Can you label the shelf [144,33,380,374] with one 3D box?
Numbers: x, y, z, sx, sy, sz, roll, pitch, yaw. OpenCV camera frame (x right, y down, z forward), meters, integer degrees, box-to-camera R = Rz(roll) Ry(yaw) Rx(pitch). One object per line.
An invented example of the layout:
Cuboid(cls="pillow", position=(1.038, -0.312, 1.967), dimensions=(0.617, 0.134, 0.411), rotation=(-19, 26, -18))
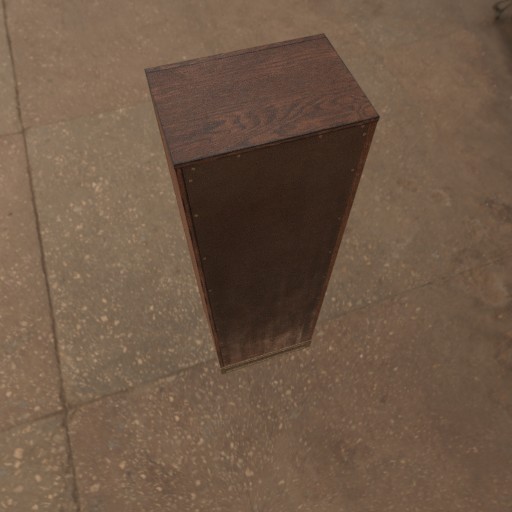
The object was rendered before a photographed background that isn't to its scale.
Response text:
Cuboid(cls="shelf", position=(0.000, 0.000, 1.922), dimensions=(0.539, 1.732, 0.395), rotation=(-15, 60, -9))
